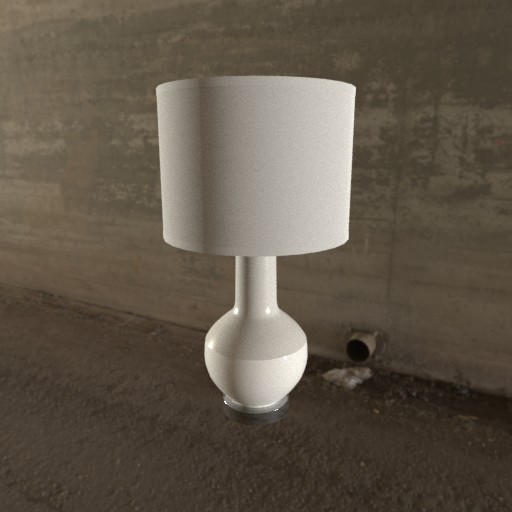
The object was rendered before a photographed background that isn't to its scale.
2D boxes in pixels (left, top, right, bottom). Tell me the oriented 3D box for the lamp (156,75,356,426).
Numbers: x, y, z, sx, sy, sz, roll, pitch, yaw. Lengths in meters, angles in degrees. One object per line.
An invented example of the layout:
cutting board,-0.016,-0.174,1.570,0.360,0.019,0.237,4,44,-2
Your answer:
lamp,0.000,0.000,0.882,0.357,0.673,0.357,-3,14,-10
